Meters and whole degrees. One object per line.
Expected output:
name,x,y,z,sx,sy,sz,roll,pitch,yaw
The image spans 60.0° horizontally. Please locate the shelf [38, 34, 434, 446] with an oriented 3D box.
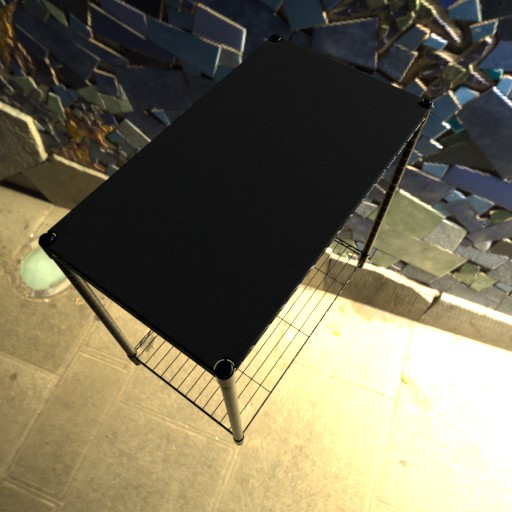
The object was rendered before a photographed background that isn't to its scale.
shelf,0.000,0.000,0.927,0.338,0.564,0.589,32,64,17
